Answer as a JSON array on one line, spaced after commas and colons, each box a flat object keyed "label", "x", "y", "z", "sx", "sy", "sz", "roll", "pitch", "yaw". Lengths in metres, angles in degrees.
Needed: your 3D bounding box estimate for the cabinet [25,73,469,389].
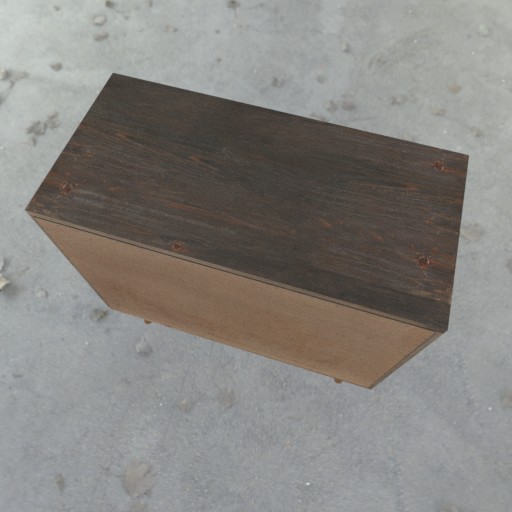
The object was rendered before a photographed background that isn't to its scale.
[{"label": "cabinet", "x": 0.000, "y": 0.000, "z": 1.527, "sx": 1.023, "sy": 0.897, "sz": 0.529, "roll": 16, "pitch": 64, "yaw": 8}]
